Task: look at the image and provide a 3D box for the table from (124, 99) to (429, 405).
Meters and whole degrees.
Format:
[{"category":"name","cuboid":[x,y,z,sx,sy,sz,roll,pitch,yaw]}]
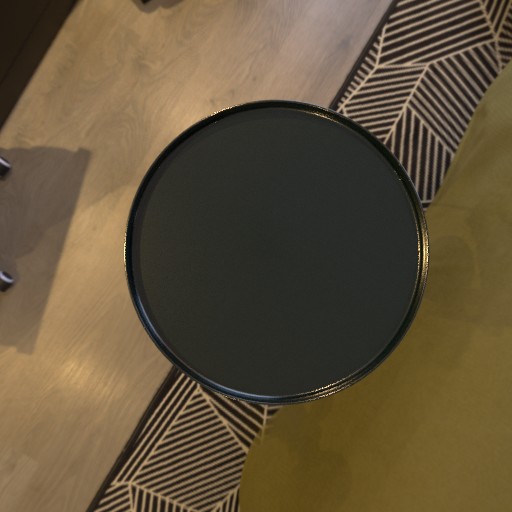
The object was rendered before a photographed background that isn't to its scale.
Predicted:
[{"category":"table","cuboid":[0.000,0.000,0.807,0.415,0.548,0.403,0,90,0]}]
